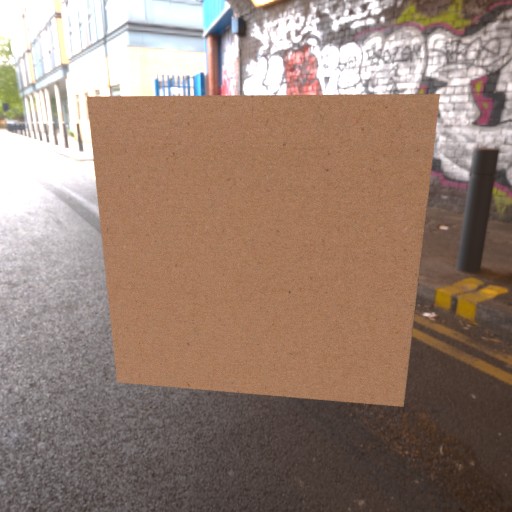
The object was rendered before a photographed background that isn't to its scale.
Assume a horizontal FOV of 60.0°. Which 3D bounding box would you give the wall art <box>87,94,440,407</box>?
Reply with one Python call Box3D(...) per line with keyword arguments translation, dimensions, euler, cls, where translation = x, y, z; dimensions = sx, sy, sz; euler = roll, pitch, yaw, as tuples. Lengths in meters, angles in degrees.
Box3D(translation=(0.000, 0.000, 0.468), dimensions=(0.327, 0.318, 0.029), euler=(2, 17, 8), cls="wall art")
